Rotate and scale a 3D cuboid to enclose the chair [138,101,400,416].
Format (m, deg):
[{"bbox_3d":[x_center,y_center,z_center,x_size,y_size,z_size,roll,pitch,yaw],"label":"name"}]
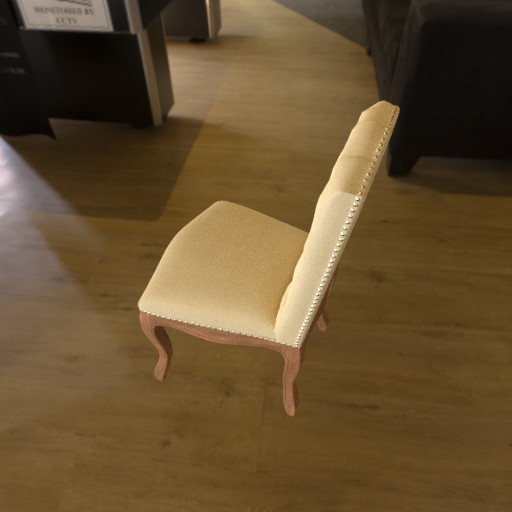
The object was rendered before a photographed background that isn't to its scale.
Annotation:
[{"bbox_3d":[0.000,0.000,1.578,0.715,1.165,0.623,17,47,16],"label":"chair"}]
